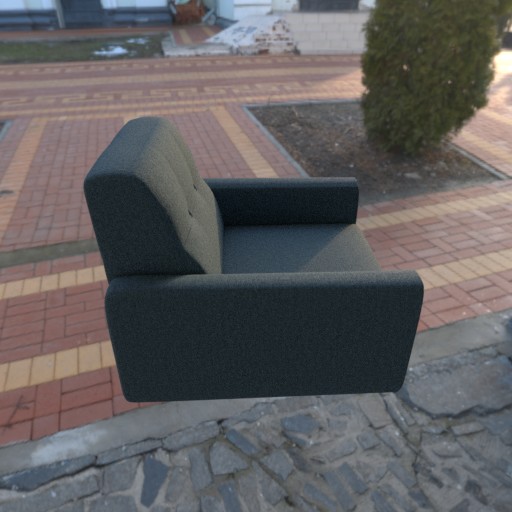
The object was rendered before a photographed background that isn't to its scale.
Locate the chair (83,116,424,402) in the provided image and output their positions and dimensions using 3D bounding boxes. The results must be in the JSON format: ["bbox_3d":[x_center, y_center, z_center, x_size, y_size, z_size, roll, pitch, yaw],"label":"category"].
[{"bbox_3d":[0.000,0.000,1.687,0.964,0.940,0.880,-1,31,-2],"label":"chair"}]
